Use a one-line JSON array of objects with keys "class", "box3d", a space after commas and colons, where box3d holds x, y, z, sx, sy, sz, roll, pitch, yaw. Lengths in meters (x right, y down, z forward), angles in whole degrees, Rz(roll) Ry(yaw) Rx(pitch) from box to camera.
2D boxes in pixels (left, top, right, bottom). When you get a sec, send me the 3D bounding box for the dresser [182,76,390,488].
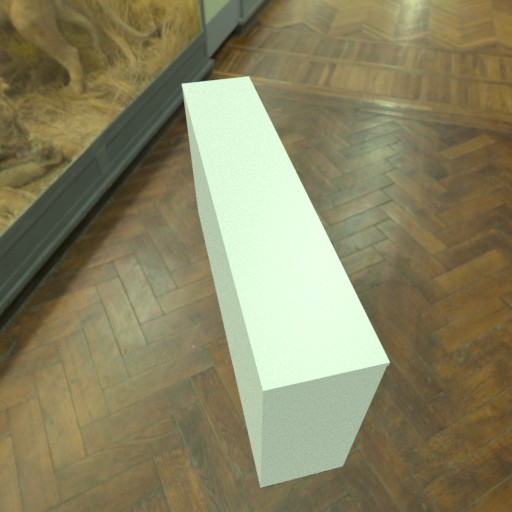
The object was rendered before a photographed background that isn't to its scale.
[{"class": "dresser", "box3d": [0.000, 0.000, 1.843, 0.333, 0.790, 1.535, -10, 48, -9]}]
